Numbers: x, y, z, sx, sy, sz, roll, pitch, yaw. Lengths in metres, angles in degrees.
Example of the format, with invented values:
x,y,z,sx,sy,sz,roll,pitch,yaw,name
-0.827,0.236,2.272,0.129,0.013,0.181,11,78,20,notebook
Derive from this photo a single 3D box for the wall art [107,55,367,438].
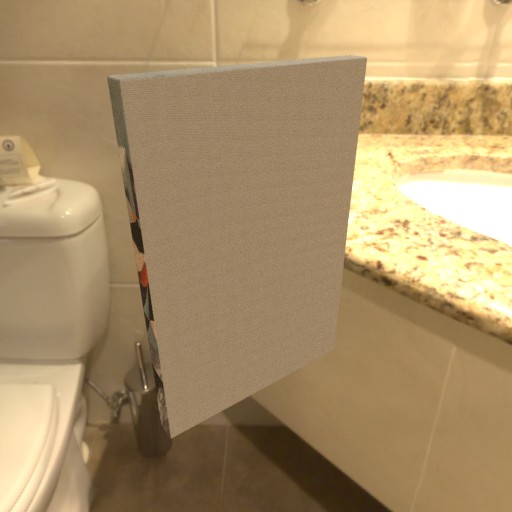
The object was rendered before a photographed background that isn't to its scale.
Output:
x,y,z,sx,sy,sz,roll,pitch,yaw,name
0.000,0.000,1.143,0.609,0.911,0.061,-20,35,-30,wall art
